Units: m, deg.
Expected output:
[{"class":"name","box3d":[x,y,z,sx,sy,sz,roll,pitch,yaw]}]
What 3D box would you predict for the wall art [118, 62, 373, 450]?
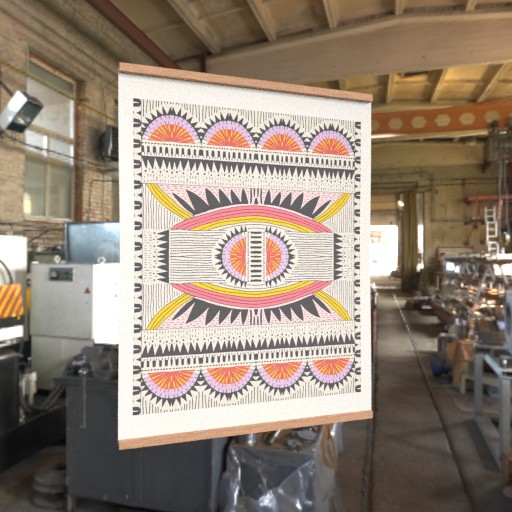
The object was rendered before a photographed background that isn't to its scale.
[{"class":"wall art","box3d":[0.000,0.000,1.289,0.765,1.016,0.028,0,0,-18]}]
